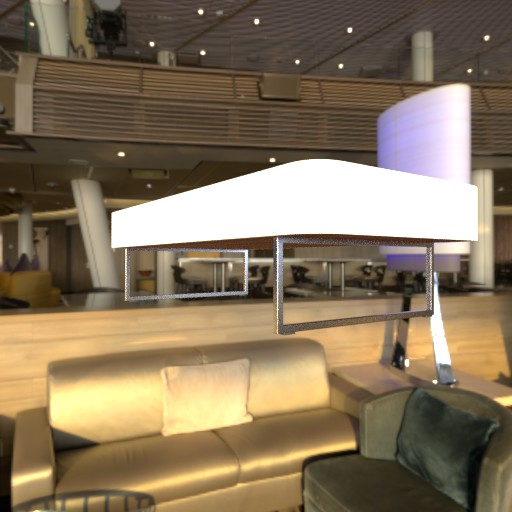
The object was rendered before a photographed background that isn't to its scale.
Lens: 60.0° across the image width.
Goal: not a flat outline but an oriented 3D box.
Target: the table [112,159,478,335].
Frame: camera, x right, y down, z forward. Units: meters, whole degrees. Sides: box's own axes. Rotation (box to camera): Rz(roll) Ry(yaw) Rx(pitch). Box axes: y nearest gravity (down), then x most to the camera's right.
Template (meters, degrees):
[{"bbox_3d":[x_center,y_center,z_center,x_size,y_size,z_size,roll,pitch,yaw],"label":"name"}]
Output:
[{"bbox_3d":[0.000,0.000,1.445,0.600,0.340,1.200,0,-1,-35],"label":"table"}]
